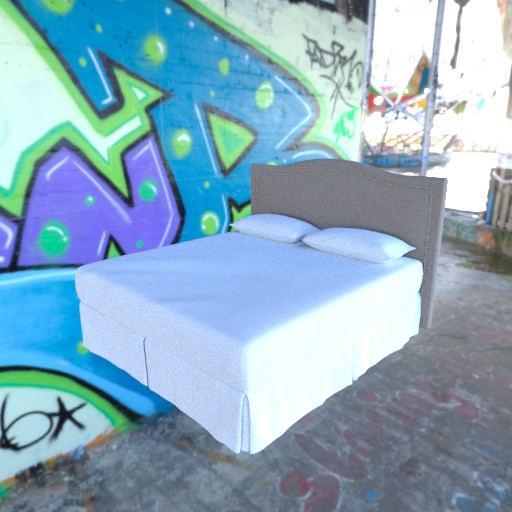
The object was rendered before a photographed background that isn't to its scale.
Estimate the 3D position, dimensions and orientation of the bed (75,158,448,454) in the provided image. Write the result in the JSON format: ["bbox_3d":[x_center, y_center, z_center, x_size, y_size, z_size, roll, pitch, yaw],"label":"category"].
[{"bbox_3d":[0.000,0.000,3.541,2.083,1.421,2.182,15,22,42],"label":"bed"}]
